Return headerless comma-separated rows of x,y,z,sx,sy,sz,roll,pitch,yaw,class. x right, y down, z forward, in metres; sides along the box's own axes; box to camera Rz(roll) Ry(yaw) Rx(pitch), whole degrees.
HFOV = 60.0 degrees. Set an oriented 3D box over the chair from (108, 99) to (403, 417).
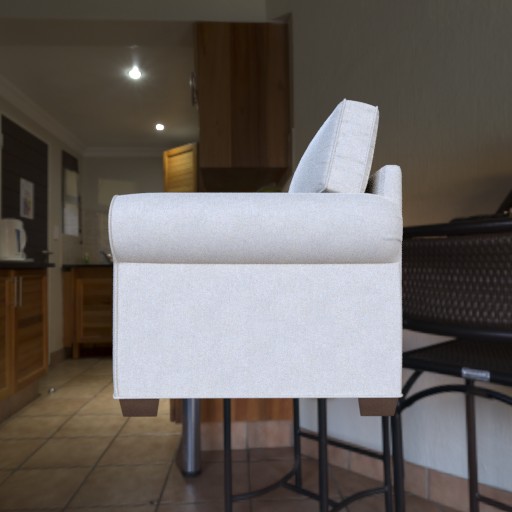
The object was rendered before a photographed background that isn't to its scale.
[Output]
0.000,0.000,1.736,0.863,0.955,1.040,0,-1,0,chair
